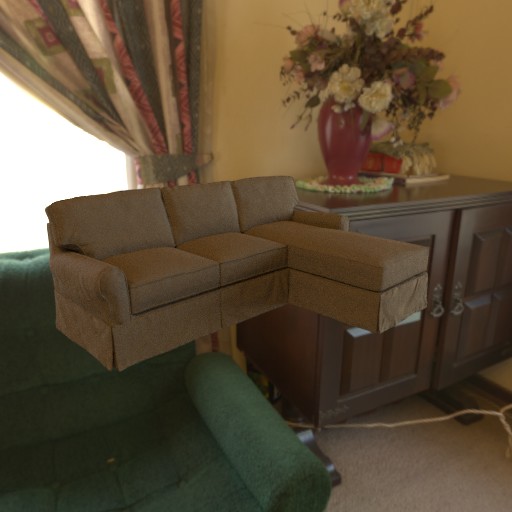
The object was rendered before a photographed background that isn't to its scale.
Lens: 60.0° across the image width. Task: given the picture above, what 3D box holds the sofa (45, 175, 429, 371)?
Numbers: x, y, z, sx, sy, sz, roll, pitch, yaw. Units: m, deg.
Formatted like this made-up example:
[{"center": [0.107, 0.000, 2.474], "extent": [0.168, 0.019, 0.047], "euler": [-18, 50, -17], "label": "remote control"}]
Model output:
[{"center": [0.000, 0.000, 3.330], "extent": [2.475, 0.978, 1.733], "euler": [-15, 22, -42], "label": "sofa"}]
